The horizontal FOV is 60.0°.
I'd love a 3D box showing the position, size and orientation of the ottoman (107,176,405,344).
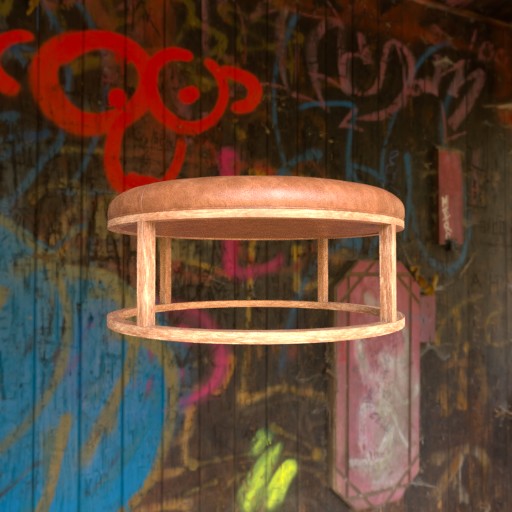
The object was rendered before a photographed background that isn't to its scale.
[{"bbox_3d":[0.000,0.000,1.567,1.006,0.445,1.006,0,-1,0],"label":"ottoman"}]
